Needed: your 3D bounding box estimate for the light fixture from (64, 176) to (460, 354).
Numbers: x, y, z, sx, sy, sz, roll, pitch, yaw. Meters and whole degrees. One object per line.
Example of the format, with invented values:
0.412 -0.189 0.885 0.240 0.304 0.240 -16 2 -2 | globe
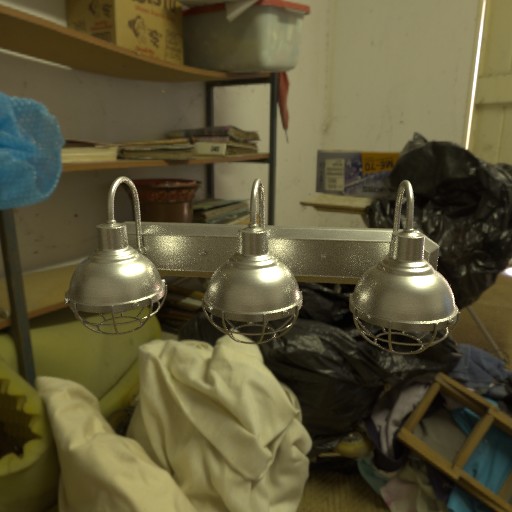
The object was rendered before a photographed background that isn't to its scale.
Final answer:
0.000 0.000 0.742 0.634 0.254 0.229 2 15 8 | light fixture
